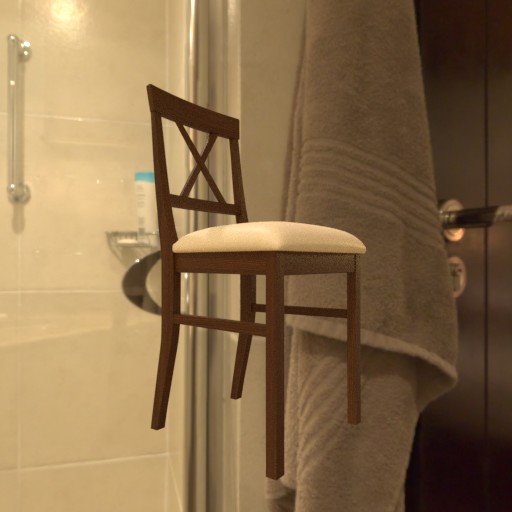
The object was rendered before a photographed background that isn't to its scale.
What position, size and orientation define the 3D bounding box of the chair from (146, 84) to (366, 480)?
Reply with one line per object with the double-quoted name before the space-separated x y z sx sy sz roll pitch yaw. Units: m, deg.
"chair" 0.000 0.000 1.192 0.480 0.913 0.440 -1 -1 37
